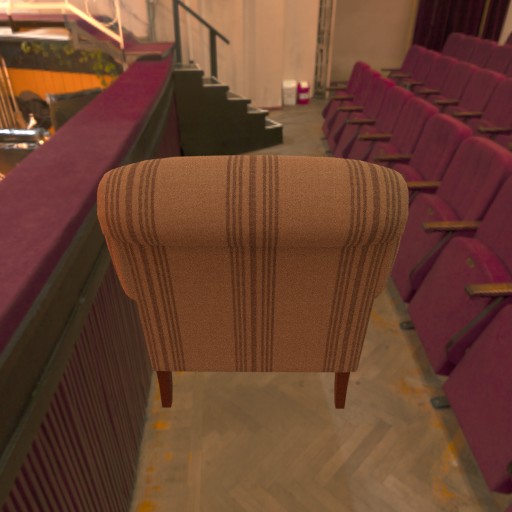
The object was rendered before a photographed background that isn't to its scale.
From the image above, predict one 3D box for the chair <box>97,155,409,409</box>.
[{"bbox_3d":[0.000,0.000,1.598,0.813,0.940,0.914,0,31,0],"label":"chair"}]
